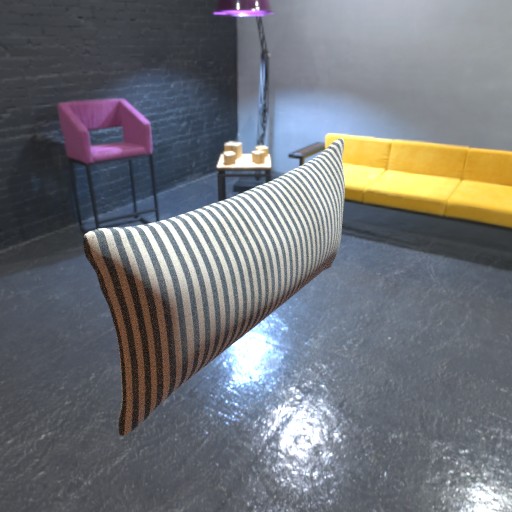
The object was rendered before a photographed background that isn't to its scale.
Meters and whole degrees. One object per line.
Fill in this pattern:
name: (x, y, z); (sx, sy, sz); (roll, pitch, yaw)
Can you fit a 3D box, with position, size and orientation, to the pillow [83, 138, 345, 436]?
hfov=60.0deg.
pillow: (0.000, 0.000, 0.749); (0.151, 0.295, 0.617); (17, 31, 31)
